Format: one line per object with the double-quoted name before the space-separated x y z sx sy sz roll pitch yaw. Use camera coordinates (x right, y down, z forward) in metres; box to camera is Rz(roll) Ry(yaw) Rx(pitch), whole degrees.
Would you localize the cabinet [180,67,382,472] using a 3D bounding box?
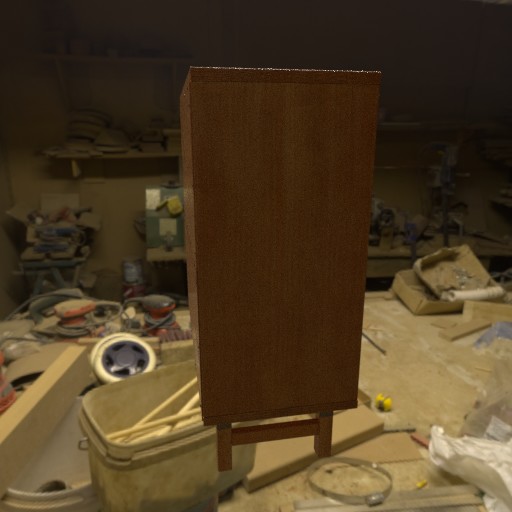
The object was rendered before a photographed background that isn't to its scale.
"cabinet" 0.000 0.000 1.405 0.419 1.001 0.800 -3 16 -10
